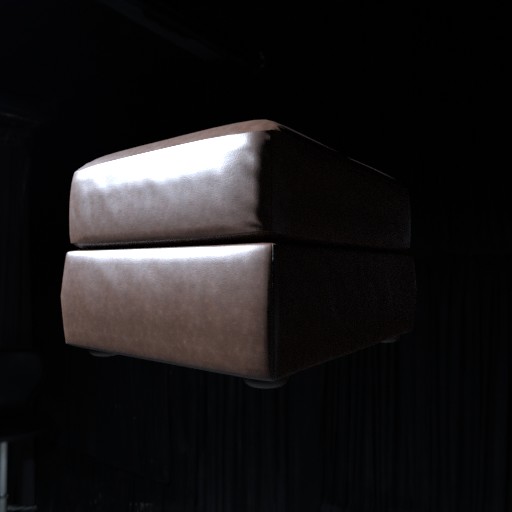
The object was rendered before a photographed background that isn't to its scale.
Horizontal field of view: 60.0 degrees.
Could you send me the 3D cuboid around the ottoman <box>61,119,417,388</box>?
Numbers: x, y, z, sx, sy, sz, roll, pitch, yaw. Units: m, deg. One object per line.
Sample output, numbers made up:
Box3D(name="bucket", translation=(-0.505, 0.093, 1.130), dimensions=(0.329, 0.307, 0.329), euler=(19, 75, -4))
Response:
Box3D(name="ottoman", translation=(0.000, 0.000, 1.140), dimensions=(0.603, 0.476, 0.751), euler=(-1, -2, 36))
